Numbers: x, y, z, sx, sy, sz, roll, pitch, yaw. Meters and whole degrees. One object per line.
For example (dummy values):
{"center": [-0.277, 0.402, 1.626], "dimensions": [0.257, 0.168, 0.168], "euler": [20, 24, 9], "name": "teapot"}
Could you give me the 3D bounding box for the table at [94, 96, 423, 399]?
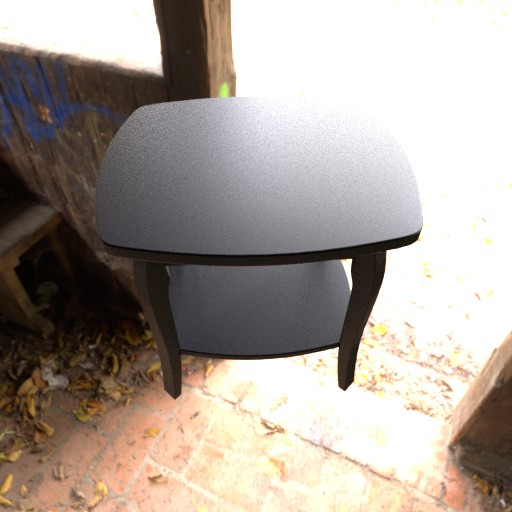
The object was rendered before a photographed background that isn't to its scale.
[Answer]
{"center": [0.000, 0.000, 0.892], "dimensions": [0.508, 0.457, 0.457], "euler": [-2, 45, -2], "name": "table"}
